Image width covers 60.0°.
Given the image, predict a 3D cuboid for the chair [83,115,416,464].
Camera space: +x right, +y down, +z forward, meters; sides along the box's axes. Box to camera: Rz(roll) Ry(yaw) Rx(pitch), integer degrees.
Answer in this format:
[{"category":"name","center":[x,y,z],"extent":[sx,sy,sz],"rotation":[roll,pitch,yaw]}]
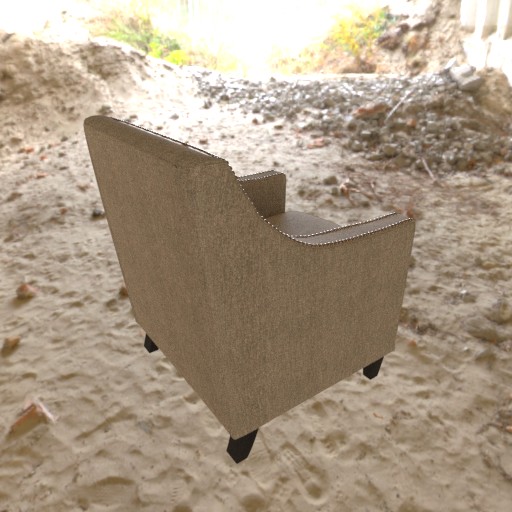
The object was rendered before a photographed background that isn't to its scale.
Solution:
[{"category":"chair","center":[0.000,0.000,1.610],"extent":[0.884,0.967,0.776],"rotation":[-18,31,-32]}]
